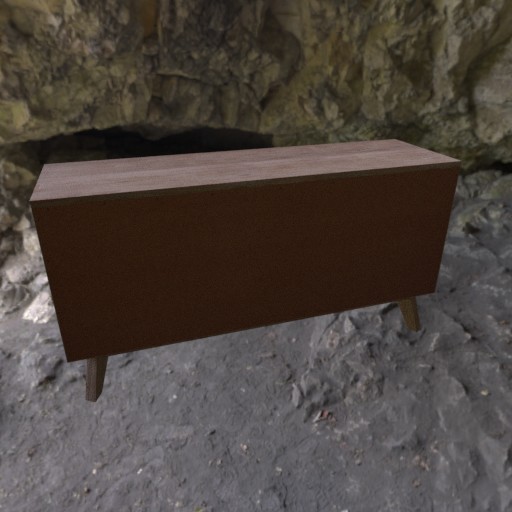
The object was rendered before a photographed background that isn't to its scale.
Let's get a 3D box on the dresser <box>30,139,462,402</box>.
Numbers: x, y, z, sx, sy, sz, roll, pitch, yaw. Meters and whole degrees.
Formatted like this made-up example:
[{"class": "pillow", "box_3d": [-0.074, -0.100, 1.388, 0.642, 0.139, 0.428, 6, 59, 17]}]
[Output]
[{"class": "dresser", "box_3d": [0.000, 0.000, 1.894, 1.554, 0.805, 0.455, -8, 27, -16]}]
